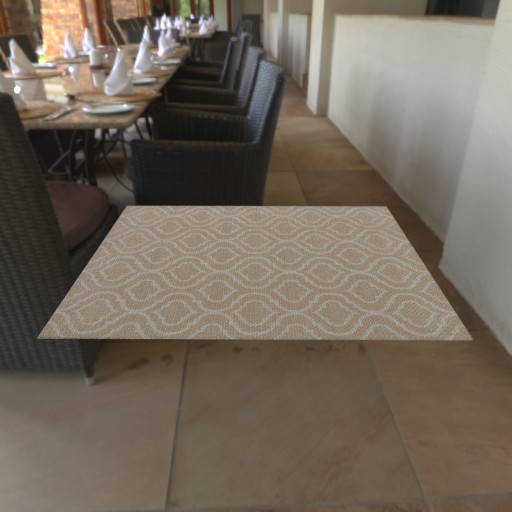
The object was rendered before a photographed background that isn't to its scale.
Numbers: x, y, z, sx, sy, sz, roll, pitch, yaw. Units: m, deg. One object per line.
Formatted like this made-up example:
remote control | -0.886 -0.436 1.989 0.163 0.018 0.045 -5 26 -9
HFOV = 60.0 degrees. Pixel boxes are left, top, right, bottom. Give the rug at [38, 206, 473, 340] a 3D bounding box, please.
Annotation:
rug | 0.000 0.000 3.944 2.894 0.013 2.286 0 29 0
